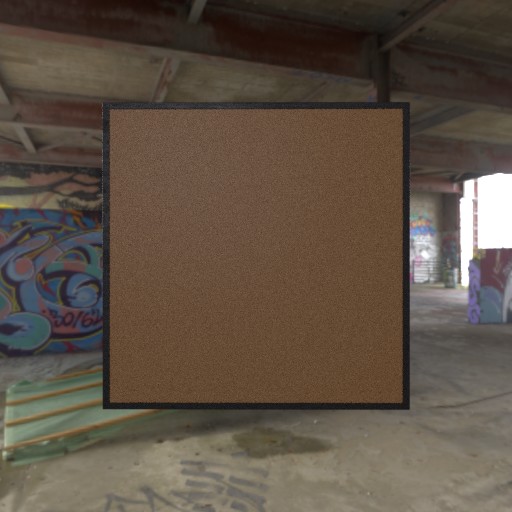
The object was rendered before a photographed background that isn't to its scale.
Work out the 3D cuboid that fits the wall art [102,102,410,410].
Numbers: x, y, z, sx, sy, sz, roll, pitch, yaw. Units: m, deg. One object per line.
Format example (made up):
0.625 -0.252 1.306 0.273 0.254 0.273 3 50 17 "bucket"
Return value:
0.000 0.000 1.118 0.763 0.763 0.039 0 0 0 "wall art"
